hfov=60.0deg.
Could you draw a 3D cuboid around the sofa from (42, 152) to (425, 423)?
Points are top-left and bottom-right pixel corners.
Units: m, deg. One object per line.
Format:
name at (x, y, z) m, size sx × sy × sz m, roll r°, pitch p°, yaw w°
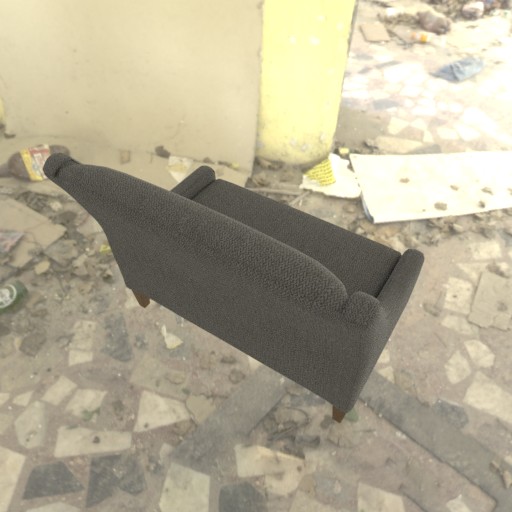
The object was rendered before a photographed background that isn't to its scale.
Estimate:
sofa at (0.000, 0.000, 1.895) m, size 1.242 × 1.022 × 0.873 m, roll 25°, pitch 52°, yaw 22°
